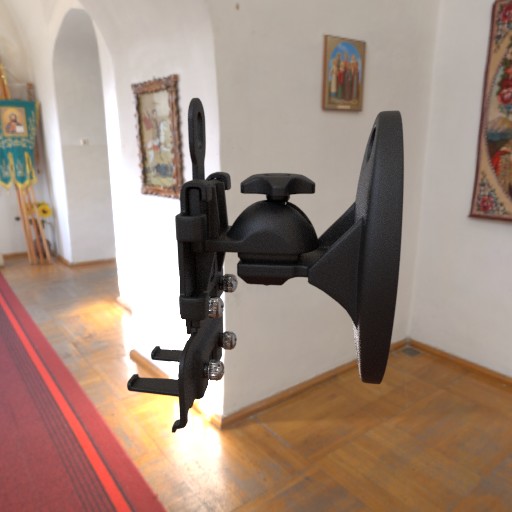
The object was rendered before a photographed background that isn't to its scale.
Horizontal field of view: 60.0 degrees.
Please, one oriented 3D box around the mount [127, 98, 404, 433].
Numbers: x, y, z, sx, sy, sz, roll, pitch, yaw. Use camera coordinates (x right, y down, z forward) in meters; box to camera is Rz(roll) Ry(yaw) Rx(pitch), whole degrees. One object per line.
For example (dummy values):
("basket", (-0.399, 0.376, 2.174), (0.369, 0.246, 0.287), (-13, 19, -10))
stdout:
("mount", (0.000, 0.000, 0.174), (0.100, 0.118, 0.066), (2, 15, 8))
